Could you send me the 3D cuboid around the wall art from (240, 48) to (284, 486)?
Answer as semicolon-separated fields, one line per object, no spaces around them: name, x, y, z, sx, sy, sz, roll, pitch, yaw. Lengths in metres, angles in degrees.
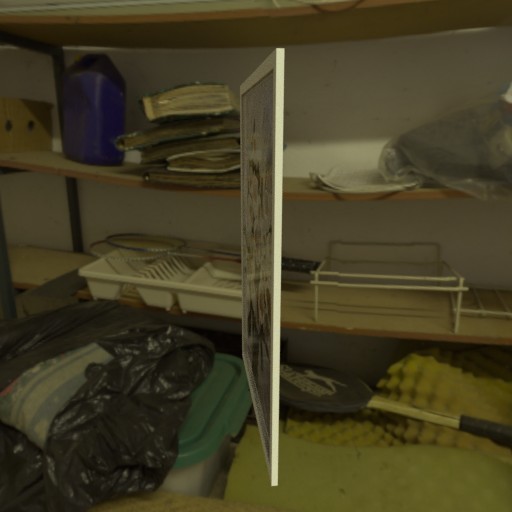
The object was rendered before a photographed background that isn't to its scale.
wall art;0.000;0.000;1.253;0.015;0.965;0.660;-2;15;-7
